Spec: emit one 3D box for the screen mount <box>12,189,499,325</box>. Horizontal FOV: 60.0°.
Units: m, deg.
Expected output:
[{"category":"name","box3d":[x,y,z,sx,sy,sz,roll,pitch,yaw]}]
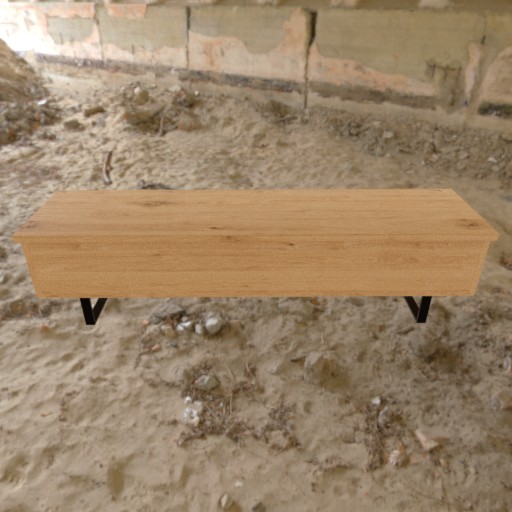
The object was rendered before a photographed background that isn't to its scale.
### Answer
[{"category":"screen mount","box3d":[0.000,0.000,1.846,1.700,0.430,0.450,0,30,0]}]
